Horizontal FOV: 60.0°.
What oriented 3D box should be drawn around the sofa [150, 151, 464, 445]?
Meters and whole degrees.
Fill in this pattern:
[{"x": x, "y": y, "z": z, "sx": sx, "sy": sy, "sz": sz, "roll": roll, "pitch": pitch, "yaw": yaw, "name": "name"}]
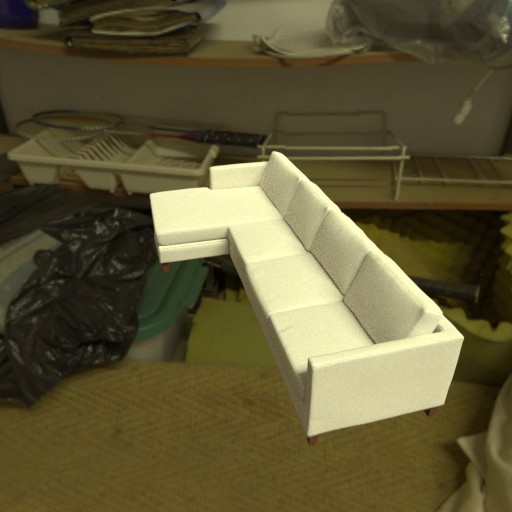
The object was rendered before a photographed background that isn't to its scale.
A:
[{"x": 0.000, "y": 0.000, "z": 3.779, "sx": 1.625, "sy": 0.846, "sz": 3.186, "roll": -8, "pitch": 32, "yaw": -13, "name": "sofa"}]
